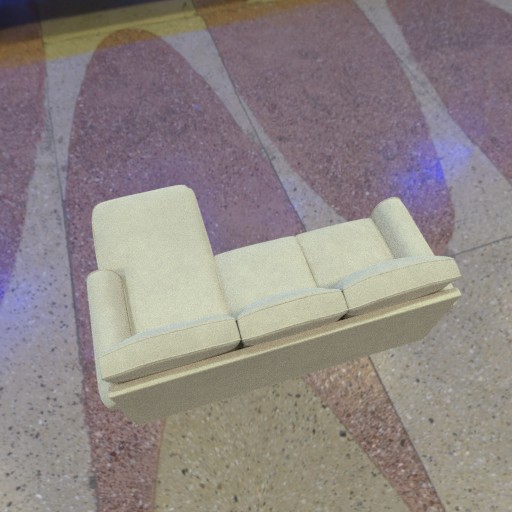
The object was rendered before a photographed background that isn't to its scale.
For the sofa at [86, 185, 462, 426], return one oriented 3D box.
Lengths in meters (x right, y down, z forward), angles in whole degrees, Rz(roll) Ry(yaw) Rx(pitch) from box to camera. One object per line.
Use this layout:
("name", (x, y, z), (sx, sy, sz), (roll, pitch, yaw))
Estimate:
("sofa", (0.000, 0.000, 2.413), (1.770, 0.734, 1.226), (-14, 60, -9))
